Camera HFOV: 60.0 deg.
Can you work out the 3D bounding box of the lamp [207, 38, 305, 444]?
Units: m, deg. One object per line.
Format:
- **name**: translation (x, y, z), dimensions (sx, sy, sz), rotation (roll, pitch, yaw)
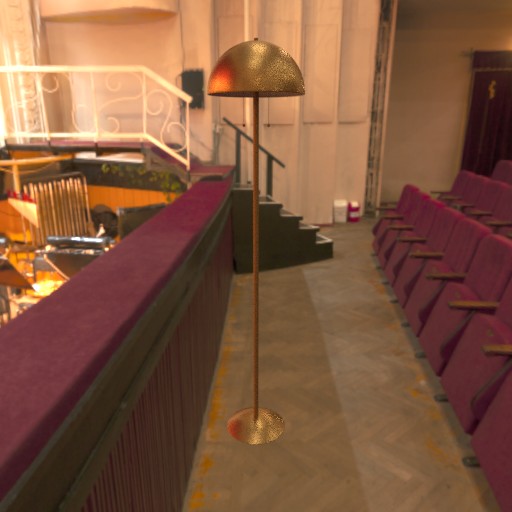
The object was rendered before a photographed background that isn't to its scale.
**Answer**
- **lamp**: translation (0.000, 0.000, 1.654), dimensions (0.328, 1.480, 0.328), rotation (2, 17, 7)
